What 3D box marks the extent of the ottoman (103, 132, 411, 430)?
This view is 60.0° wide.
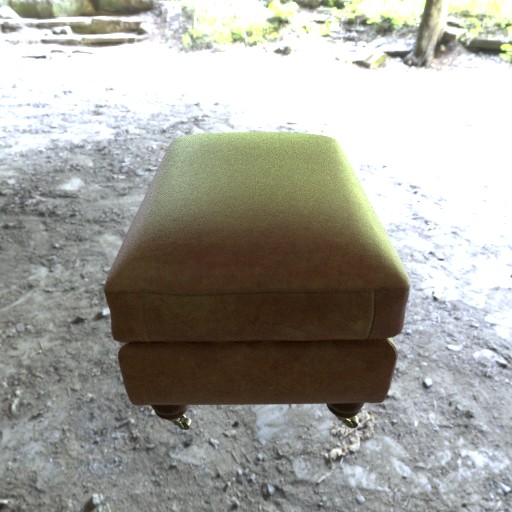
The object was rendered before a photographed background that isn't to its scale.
[{"bbox_3d":[0.000,0.000,1.198,0.565,0.507,0.852,0,32,-1],"label":"ottoman"}]
